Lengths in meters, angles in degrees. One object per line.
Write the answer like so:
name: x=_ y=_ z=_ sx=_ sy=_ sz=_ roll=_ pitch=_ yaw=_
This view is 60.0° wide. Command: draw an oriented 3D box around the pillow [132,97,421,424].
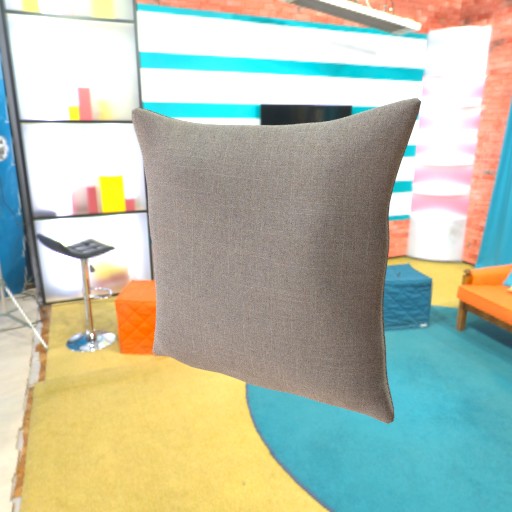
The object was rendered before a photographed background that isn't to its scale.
pillow: x=0.000 y=0.000 z=0.661 sx=0.435 sy=0.432 sz=0.138 roll=8 pitch=18 yaw=27
